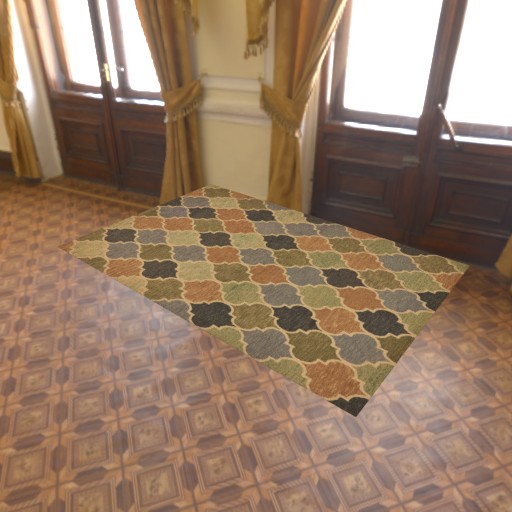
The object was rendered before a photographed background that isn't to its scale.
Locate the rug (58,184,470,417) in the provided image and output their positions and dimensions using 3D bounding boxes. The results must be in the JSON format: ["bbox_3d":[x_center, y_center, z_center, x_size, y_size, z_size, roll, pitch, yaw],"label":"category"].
[{"bbox_3d":[0.000,0.000,2.946,2.284,0.006,1.521,22,37,33],"label":"rug"}]
